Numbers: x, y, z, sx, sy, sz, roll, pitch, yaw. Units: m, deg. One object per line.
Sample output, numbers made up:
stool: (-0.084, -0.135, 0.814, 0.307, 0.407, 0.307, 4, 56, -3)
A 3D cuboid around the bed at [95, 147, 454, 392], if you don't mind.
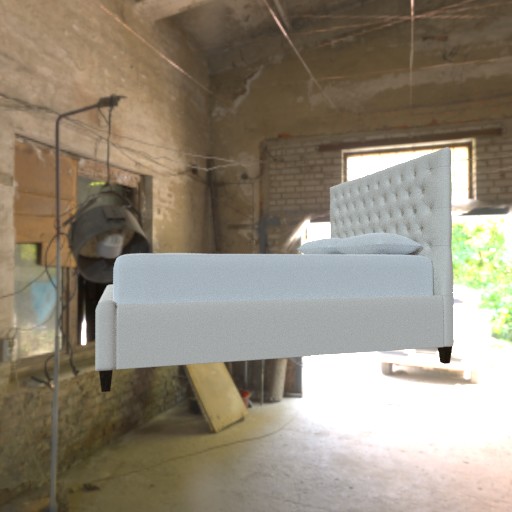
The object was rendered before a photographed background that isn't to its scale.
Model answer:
bed: (0.000, 0.000, 3.391, 2.233, 1.426, 1.696, 0, 0, -17)
